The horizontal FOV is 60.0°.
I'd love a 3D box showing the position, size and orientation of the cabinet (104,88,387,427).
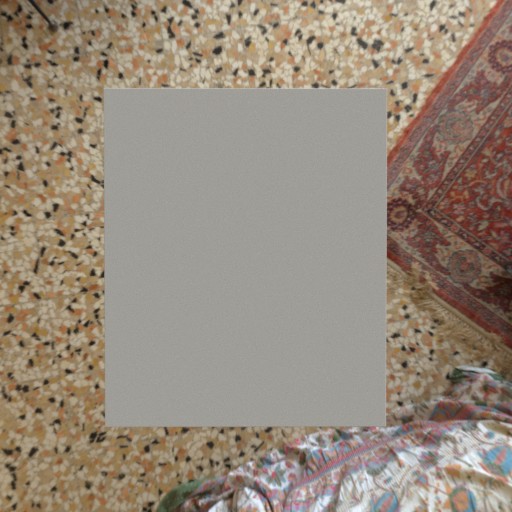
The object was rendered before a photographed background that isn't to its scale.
[{"bbox_3d":[0.000,0.000,0.758,0.360,0.470,0.400,0,91,0],"label":"cabinet"}]
